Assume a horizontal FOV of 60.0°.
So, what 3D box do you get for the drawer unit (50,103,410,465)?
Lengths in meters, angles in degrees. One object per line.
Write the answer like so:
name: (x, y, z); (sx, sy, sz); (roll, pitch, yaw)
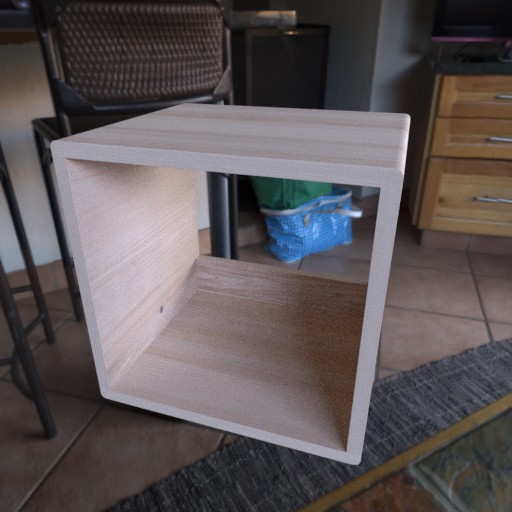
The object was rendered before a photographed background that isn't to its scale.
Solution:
drawer unit: (0.000, 0.000, 0.599); (0.344, 0.344, 0.290); (8, 28, 16)
